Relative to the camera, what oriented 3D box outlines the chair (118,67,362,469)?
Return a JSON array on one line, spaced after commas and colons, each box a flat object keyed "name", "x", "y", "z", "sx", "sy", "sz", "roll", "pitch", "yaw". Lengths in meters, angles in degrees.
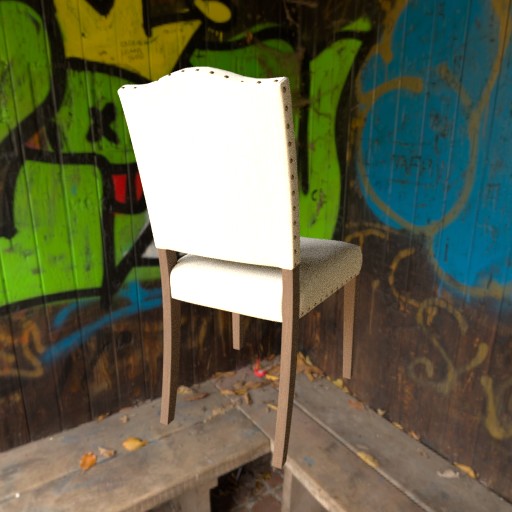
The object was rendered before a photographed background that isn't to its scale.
[{"name": "chair", "x": 0.000, "y": 0.000, "z": 1.353, "sx": 0.508, "sy": 1.015, "sz": 0.619, "roll": 9, "pitch": 19, "yaw": 27}]
